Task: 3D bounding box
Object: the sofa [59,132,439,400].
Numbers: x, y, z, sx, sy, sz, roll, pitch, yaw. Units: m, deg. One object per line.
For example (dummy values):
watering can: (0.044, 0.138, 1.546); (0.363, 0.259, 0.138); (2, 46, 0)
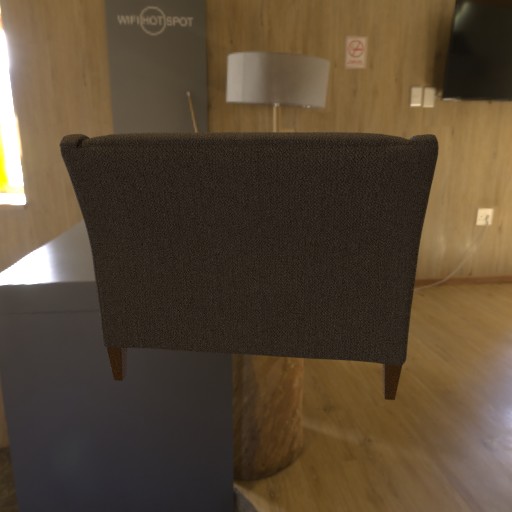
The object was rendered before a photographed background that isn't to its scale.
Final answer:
sofa: (0.000, 0.000, 1.922); (1.242, 1.022, 0.873); (2, 15, 7)
